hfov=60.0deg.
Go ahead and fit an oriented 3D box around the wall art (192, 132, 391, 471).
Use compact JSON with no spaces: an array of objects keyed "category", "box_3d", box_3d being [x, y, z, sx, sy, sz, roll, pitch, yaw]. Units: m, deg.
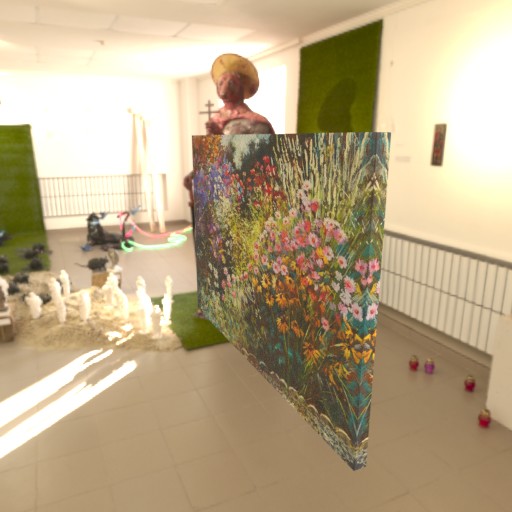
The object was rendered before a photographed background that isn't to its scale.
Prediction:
[{"category":"wall art","box_3d":[0.000,0.000,1.436,0.042,0.760,1.136,-7,16,-25]}]
